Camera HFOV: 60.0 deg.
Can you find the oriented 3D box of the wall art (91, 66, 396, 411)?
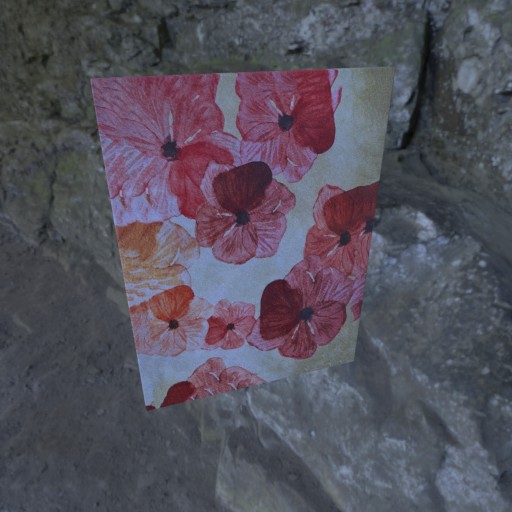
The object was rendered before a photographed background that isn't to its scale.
[{"bbox_3d":[0.000,0.000,1.318,0.762,1.015,0.031,-9,30,-16],"label":"wall art"}]
